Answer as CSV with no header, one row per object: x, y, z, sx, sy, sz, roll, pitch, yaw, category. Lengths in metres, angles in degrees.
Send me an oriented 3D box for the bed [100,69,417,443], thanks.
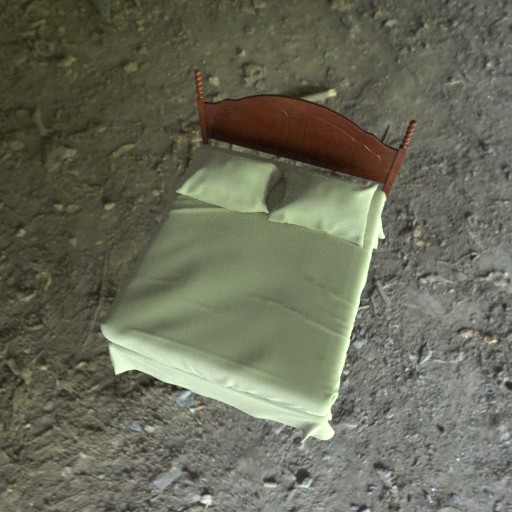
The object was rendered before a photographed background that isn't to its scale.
0.000,0.000,3.256,1.873,1.356,2.040,17,61,10,bed
